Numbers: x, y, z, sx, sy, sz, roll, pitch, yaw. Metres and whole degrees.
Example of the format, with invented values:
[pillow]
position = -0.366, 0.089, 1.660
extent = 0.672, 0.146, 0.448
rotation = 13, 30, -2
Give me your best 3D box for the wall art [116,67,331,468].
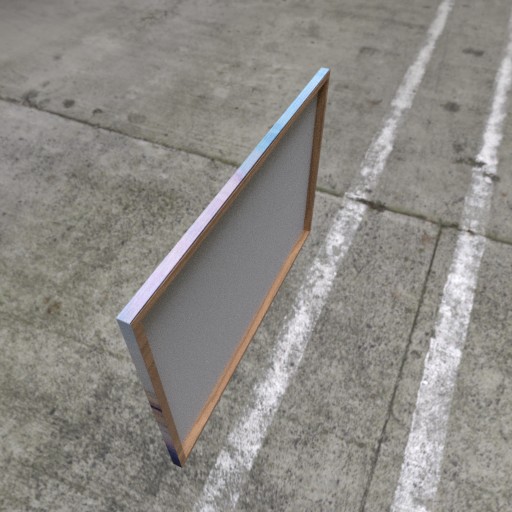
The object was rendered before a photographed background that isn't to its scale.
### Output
[wall art]
position = 0.000, 0.000, 0.755
extent = 0.018, 0.402, 0.604
rotation = 18, 49, 17
